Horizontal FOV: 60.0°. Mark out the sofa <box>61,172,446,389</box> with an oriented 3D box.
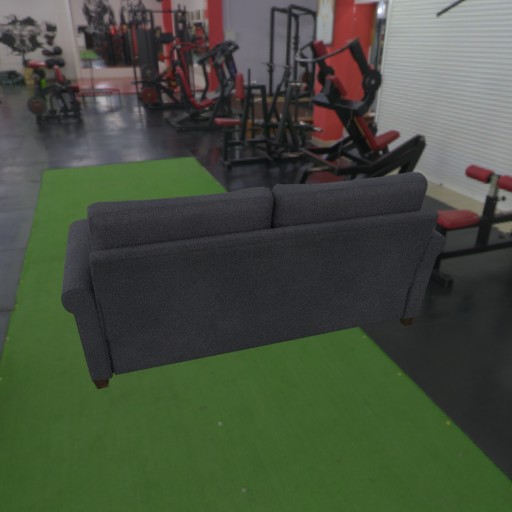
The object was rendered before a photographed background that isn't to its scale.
[{"bbox_3d":[0.000,0.000,2.441,1.935,0.942,0.842,-8,27,-16],"label":"sofa"}]
